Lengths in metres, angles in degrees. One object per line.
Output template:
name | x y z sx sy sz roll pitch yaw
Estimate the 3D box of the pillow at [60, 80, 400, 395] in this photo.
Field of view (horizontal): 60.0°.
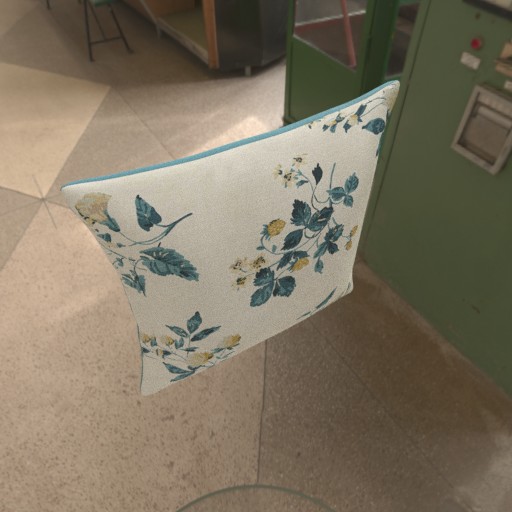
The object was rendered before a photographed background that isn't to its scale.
pillow | 0.000 0.000 0.781 0.526 0.507 0.166 -23 51 -20
